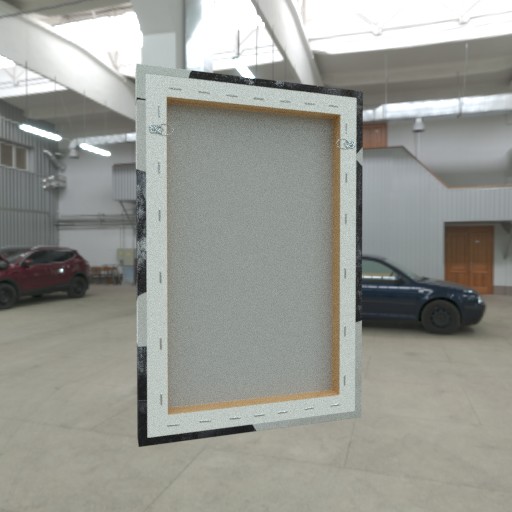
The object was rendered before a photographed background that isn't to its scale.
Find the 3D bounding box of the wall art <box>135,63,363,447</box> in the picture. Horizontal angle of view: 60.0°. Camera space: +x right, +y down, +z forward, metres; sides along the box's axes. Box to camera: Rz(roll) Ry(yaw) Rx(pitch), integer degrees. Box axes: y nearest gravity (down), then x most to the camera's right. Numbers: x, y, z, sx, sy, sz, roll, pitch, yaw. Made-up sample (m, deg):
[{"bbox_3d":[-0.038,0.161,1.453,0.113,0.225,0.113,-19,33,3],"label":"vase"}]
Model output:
[{"bbox_3d":[0.000,0.000,0.783,0.407,0.610,0.039,0,1,-18],"label":"wall art"}]
